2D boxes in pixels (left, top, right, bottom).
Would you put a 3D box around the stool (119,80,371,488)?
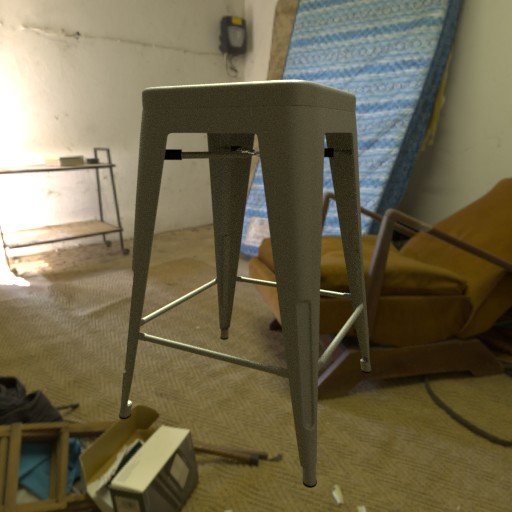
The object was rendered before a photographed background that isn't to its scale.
[{"bbox_3d":[0.000,0.000,0.872,0.406,0.610,0.406,8,17,26],"label":"stool"}]
